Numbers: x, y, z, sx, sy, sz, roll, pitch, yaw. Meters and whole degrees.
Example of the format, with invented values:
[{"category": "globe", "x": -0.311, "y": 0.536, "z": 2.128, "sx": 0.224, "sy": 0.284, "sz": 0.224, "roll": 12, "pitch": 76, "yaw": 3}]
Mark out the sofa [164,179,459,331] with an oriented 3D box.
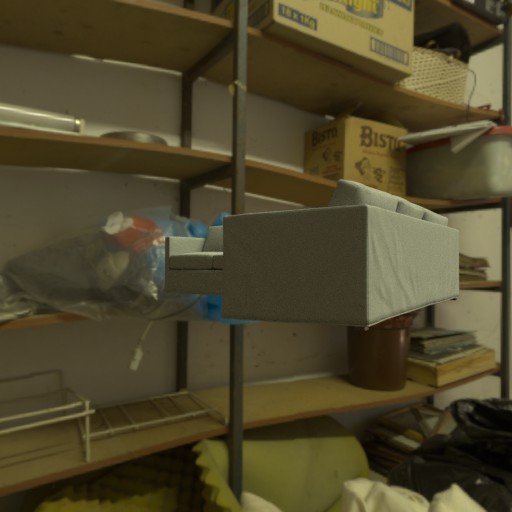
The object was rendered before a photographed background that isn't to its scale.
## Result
[{"category": "sofa", "x": 0.000, "y": 0.000, "z": 4.264, "sx": 3.182, "sy": 0.871, "sz": 2.432, "roll": 0, "pitch": -1, "yaw": 35}]
